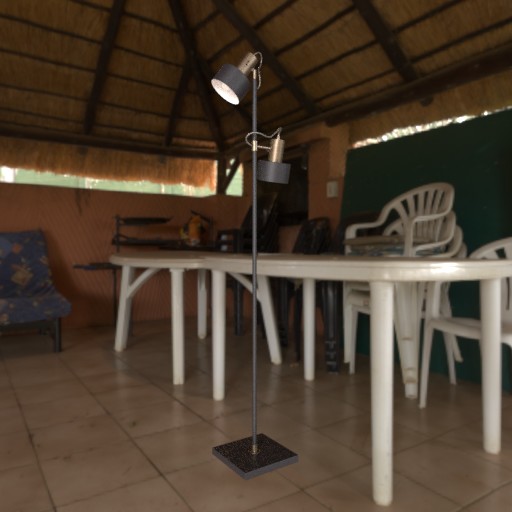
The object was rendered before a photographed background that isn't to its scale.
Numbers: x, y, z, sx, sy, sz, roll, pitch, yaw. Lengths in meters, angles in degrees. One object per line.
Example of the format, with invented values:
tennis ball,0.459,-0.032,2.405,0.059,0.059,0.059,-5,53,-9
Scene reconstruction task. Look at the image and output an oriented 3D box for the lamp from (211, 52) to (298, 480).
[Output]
lamp,0.000,0.000,1.639,0.315,1.505,0.233,-1,1,-34
